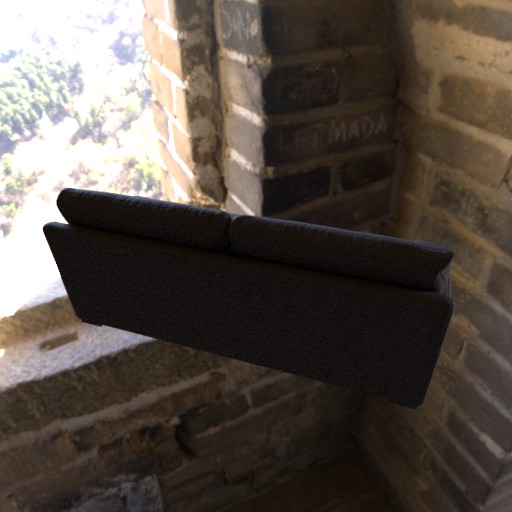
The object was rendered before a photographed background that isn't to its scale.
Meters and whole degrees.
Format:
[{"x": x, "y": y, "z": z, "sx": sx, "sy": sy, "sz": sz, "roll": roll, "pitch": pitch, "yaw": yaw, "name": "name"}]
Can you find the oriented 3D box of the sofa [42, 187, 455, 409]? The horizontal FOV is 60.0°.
[{"x": 0.000, "y": 0.000, "z": 2.801, "sx": 2.271, "sy": 0.950, "sz": 1.140, "roll": 11, "pitch": 33, "yaw": 16, "name": "sofa"}]
